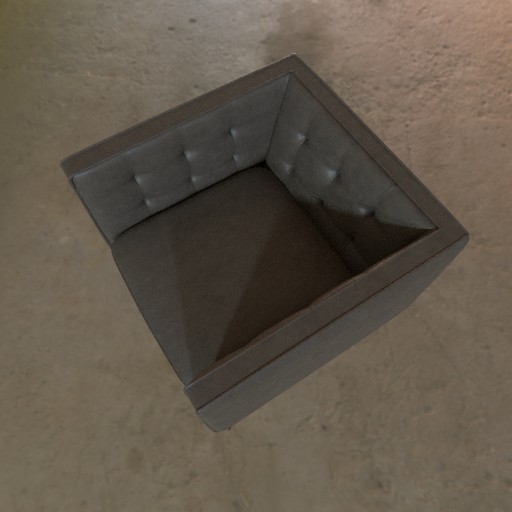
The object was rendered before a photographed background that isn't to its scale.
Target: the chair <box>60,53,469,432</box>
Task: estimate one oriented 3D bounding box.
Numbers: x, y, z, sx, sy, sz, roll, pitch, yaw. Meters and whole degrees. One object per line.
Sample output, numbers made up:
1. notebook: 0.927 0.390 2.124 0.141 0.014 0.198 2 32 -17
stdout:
1. chair: 0.000 0.000 1.607 0.894 0.790 0.880 -30 68 -14
